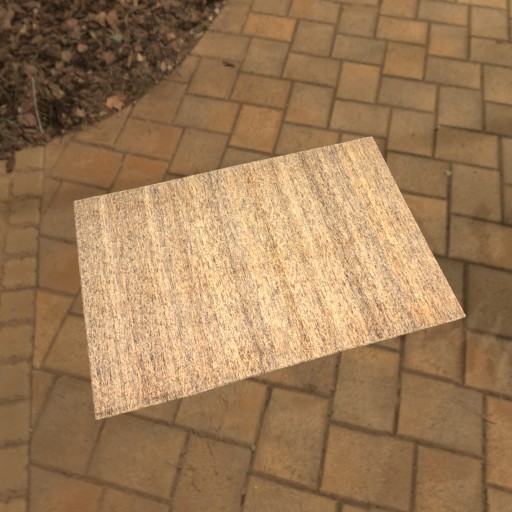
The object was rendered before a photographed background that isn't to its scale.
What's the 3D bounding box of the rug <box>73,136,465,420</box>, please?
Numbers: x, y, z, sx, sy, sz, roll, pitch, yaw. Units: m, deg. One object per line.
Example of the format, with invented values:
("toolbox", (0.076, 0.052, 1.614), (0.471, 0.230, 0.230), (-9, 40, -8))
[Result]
("rug", (0.000, 0.000, 2.384), (1.846, 0.014, 1.243), (-14, 63, -7))
